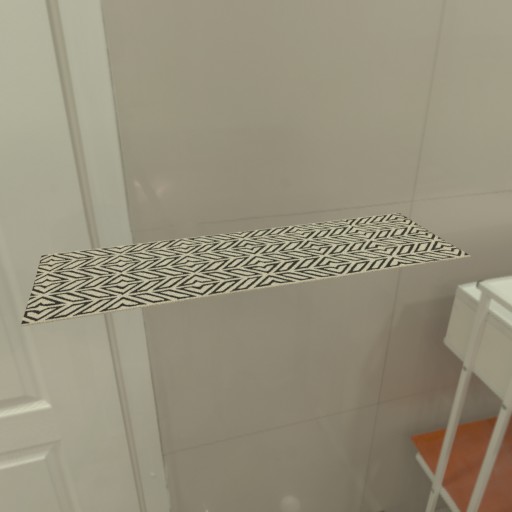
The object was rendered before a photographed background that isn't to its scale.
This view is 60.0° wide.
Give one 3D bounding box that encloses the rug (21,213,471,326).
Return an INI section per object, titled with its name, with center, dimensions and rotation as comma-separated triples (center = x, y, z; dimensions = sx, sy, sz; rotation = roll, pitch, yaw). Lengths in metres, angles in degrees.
[rug]
center = 0.000, 0.000, 2.627
dimensions = 2.435, 0.009, 0.750
rotation = -8, 27, -15
